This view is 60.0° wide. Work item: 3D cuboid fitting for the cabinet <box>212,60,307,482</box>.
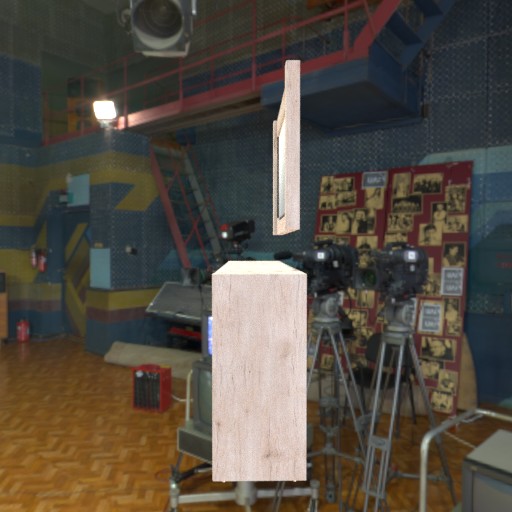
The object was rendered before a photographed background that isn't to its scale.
[{"bbox_3d":[0.000,0.000,2.806,0.420,1.981,1.700,0,1,-1],"label":"cabinet"}]
